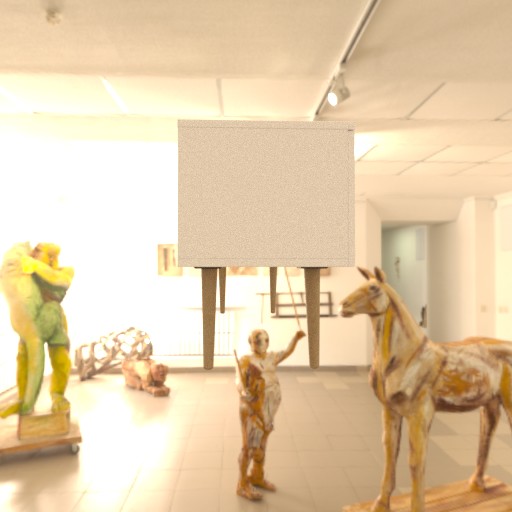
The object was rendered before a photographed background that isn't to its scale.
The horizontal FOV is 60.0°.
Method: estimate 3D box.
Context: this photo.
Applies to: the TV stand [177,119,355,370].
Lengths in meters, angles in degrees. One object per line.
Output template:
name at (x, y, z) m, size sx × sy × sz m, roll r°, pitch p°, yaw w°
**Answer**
TV stand at (0.000, 0.000, 1.645) m, size 0.401 × 0.560 × 1.398 m, roll 0°, pitch -1°, yaw -3°
